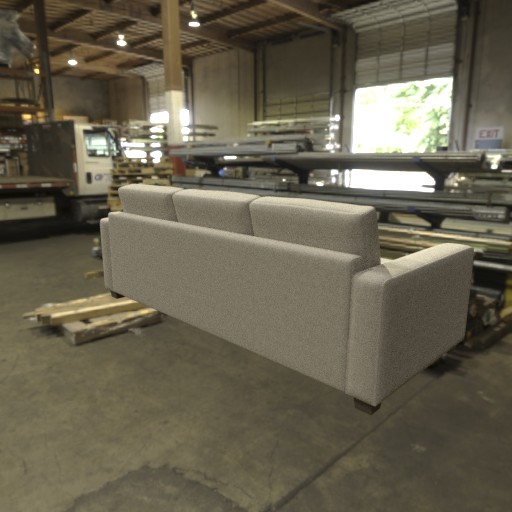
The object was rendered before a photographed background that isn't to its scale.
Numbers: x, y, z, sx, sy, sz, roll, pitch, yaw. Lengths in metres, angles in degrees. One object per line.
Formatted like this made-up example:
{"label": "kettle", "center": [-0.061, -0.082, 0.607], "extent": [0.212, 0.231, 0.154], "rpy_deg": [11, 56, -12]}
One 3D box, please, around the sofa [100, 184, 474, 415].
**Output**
{"label": "sofa", "center": [0.000, 0.000, 2.630], "extent": [2.160, 0.800, 0.900], "rpy_deg": [13, 18, 43]}
